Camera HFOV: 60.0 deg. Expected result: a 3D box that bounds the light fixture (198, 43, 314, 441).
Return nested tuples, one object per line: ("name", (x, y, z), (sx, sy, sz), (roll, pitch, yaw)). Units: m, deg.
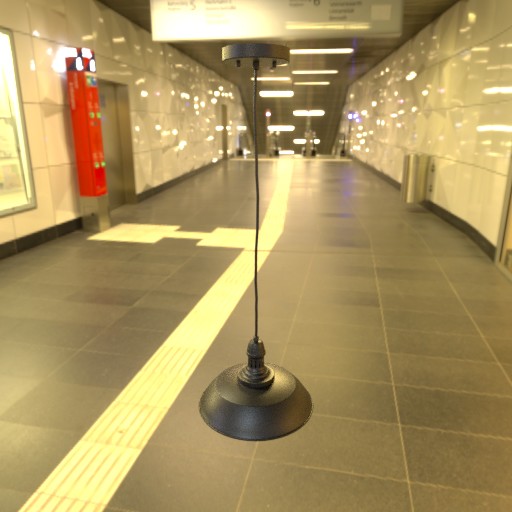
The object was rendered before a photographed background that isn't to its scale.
("light fixture", (0.000, 0.000, 1.162), (0.331, 0.993, 0.331), (-2, 17, -7))
